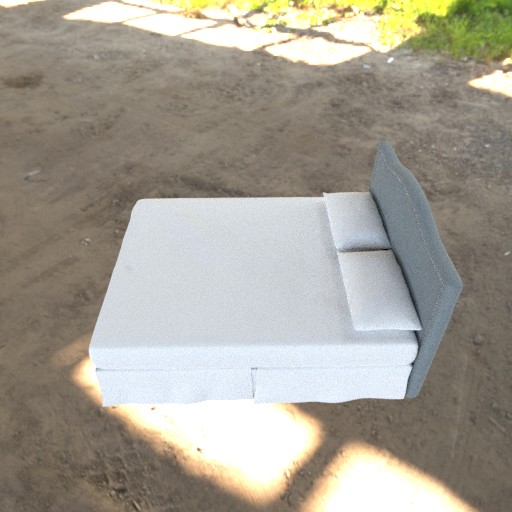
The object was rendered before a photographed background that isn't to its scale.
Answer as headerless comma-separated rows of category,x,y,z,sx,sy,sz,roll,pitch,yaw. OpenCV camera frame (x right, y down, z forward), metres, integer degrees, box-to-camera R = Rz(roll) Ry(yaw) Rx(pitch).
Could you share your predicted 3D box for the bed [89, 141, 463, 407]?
bed,0.000,0.000,4.049,2.689,1.457,2.161,-1,41,-1
